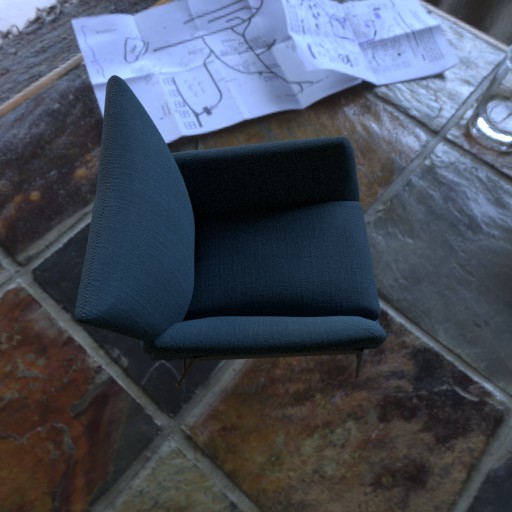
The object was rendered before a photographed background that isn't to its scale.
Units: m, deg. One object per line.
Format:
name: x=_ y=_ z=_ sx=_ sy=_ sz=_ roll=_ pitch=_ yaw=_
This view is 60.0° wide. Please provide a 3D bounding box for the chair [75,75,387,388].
chair: x=0.000 y=0.000 z=1.392 sx=0.769 sy=0.859 sz=0.678 roll=-2 pitch=64 yaw=-1
